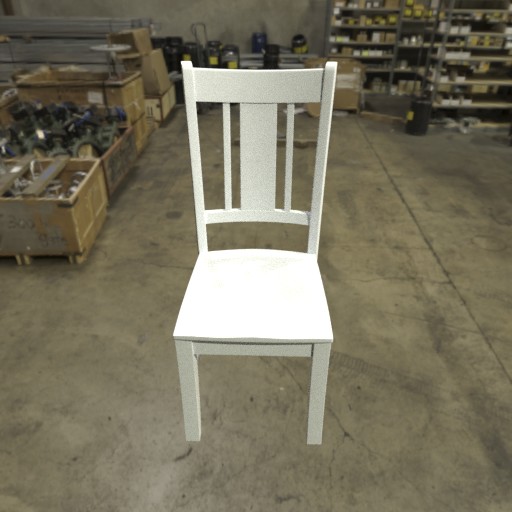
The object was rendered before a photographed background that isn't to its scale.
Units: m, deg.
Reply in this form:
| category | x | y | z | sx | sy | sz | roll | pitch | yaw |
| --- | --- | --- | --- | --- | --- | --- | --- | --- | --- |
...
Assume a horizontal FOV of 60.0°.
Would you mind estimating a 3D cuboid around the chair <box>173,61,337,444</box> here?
| category | x | y | z | sx | sy | sz | roll | pitch | yaw |
| --- | --- | --- | --- | --- | --- | --- | --- | --- | --- |
| chair | 0.000 | 0.000 | 1.313 | 0.450 | 0.998 | 0.555 | 1 | 31 | 1 |
